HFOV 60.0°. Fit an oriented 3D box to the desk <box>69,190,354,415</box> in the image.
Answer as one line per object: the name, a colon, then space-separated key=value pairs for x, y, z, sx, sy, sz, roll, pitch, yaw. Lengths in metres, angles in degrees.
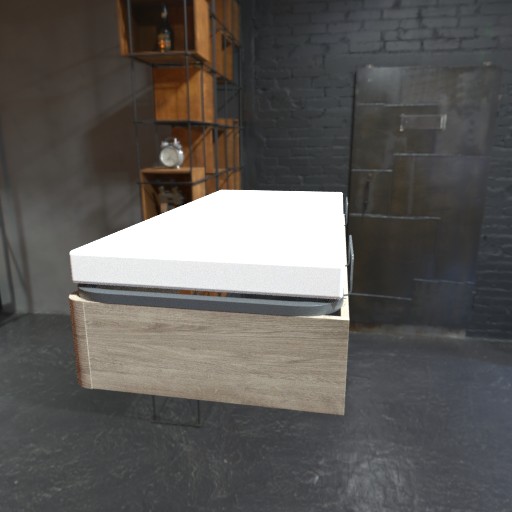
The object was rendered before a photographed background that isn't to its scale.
desk: x=0.000 y=0.000 z=2.235 sx=0.900 sy=0.455 sz=1.900 roll=3 pitch=15 yaw=10
